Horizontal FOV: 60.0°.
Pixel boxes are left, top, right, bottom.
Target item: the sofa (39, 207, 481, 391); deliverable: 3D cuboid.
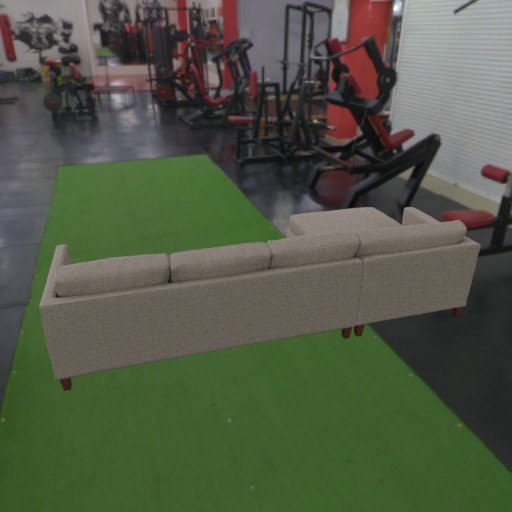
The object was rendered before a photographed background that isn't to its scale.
[{"bbox_3d":[0.000,0.000,3.835,3.186,0.846,1.625,-7,27,-14],"label":"sofa"}]
